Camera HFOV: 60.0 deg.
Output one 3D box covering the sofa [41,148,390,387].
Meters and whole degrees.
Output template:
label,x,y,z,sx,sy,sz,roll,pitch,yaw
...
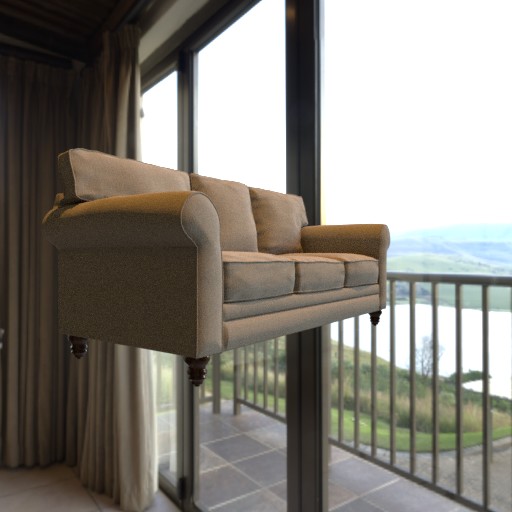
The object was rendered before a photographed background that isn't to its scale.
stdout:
label,x,y,z,sx,sy,sz,roll,pitch,yaw
sofa,0.000,0.000,2.565,0.916,0.961,2.084,0,0,36
